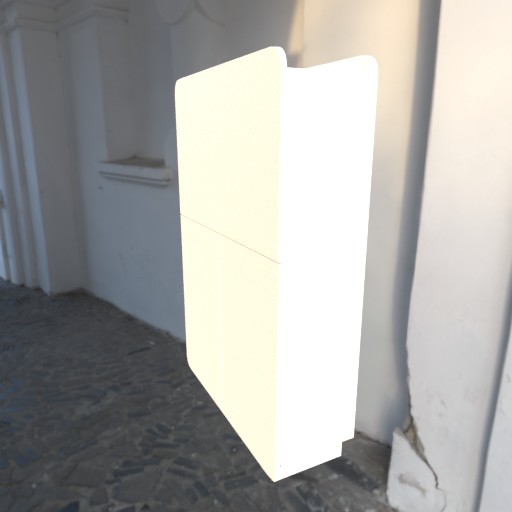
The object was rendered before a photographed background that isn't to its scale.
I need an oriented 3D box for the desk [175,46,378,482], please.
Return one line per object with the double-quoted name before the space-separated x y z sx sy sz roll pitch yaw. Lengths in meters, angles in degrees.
"desk" 0.000 0.000 1.521 0.278 1.190 0.795 -8 17 -26
